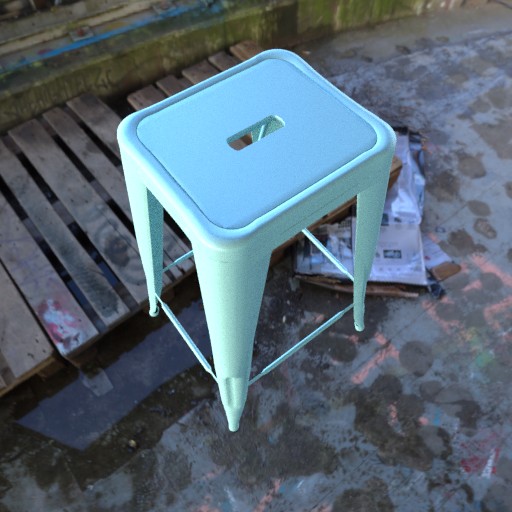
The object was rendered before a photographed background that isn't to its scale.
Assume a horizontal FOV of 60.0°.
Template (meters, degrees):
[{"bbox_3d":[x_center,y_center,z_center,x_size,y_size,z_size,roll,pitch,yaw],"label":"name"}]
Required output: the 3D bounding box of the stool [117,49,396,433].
[{"bbox_3d":[0.000,0.000,0.819,0.399,0.609,0.359,-33,64,-19],"label":"stool"}]
